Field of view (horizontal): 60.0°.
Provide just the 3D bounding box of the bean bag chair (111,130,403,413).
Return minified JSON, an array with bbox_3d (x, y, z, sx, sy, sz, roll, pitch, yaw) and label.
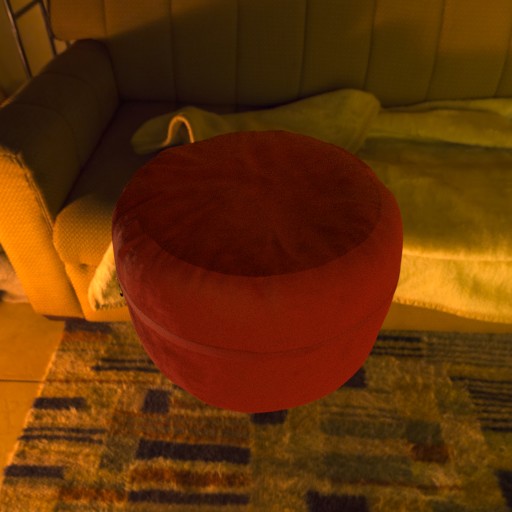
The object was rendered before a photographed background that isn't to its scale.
[{"bbox_3d":[0.000,0.000,1.992,1.219,0.762,1.219,0,42,0],"label":"bean bag chair"}]
